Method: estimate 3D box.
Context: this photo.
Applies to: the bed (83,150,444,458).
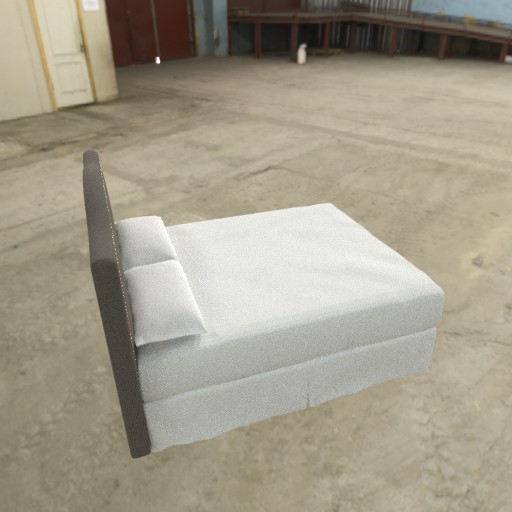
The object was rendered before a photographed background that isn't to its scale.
[{"bbox_3d":[0.000,0.000,3.051,2.036,1.387,1.666,-10,31,-17],"label":"bed"}]
